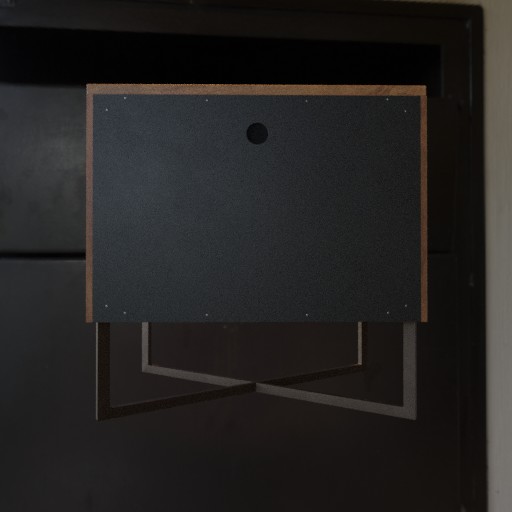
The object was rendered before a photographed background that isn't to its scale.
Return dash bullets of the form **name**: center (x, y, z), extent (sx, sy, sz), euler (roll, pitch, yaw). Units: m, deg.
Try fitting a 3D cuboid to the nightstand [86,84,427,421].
- **nightstand**: center (0.000, 0.000, 1.010), extent (0.613, 0.615, 0.427), euler (0, 0, -1)
